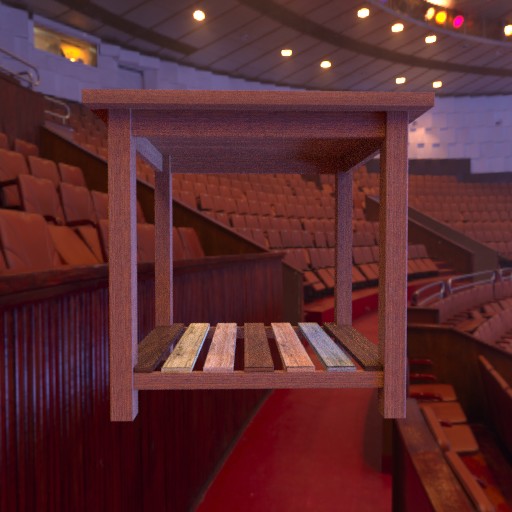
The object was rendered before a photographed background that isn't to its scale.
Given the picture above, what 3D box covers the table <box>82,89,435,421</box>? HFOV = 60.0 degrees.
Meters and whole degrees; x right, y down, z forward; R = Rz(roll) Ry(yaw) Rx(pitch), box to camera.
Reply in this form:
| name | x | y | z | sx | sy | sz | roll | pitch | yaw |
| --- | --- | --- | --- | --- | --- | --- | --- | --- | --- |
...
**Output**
| name | x | y | z | sx | sy | sz | roll | pitch | yaw |
| --- | --- | --- | --- | --- | --- | --- | --- | --- | --- |
| table | 0.000 | 0.000 | 1.117 | 0.660 | 0.635 | 0.559 | 0 | 2 | -2 |
